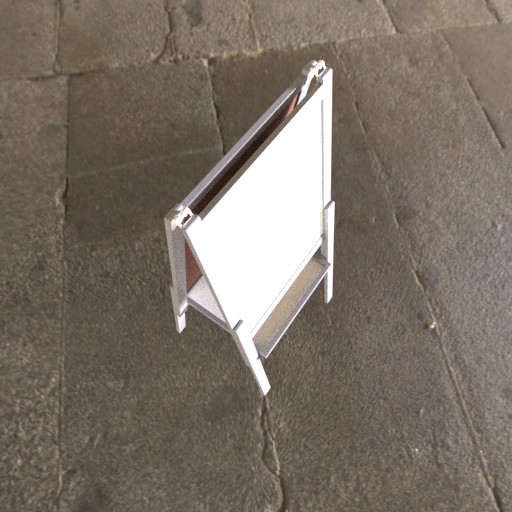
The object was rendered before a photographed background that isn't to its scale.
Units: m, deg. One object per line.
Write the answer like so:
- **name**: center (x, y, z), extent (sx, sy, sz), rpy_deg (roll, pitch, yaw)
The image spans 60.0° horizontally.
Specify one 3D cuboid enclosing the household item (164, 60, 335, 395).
- **household item**: center (0.000, 0.000, 1.454), extent (0.469, 1.172, 0.531), rpy_deg (33, 68, 15)
